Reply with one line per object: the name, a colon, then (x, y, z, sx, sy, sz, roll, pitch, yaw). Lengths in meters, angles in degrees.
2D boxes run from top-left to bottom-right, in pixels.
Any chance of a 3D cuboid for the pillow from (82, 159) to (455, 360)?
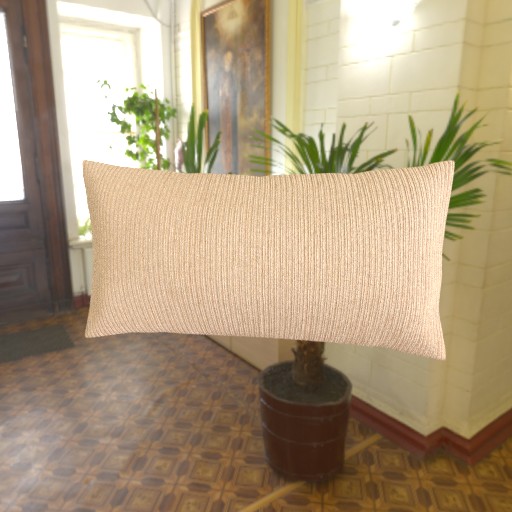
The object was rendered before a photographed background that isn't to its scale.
pillow: (0.000, 0.000, 0.725, 0.608, 0.307, 0.155, 2, 13, 8)
